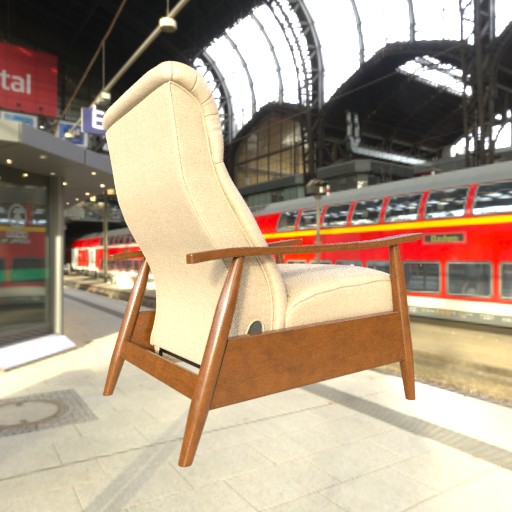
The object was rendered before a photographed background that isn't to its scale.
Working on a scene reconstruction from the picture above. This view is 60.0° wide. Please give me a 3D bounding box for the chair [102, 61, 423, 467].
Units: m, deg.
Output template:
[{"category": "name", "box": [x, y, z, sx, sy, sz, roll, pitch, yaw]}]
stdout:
[{"category": "chair", "box": [0.000, 0.000, 1.704, 1.030, 1.082, 0.762, 0, 0, -34]}]
